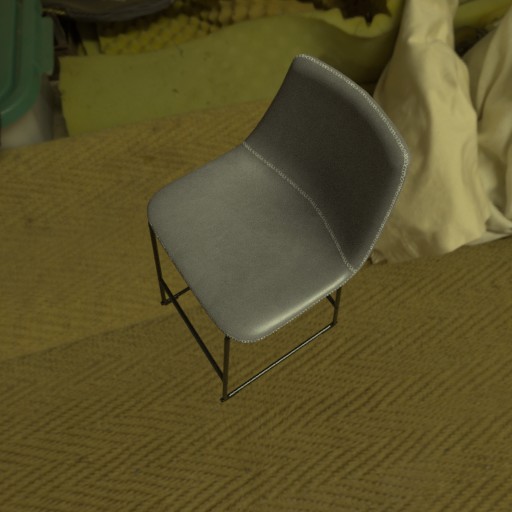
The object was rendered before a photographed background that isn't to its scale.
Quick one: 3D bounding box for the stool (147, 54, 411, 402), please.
[{"bbox_3d":[0.000,0.000,1.205,0.546,0.876,0.470,-31,68,-14],"label":"stool"}]
